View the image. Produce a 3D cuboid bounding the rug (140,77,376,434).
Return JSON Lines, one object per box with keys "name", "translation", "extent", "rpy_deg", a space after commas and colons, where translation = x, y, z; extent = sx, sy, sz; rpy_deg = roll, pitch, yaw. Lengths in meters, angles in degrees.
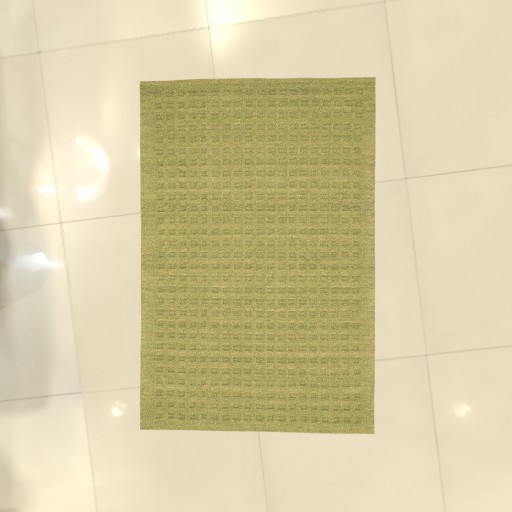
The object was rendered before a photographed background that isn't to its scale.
{"name": "rug", "translation": [0.000, 0.000, 2.876], "extent": [1.529, 0.007, 2.297], "rpy_deg": [0, 91, 3]}
